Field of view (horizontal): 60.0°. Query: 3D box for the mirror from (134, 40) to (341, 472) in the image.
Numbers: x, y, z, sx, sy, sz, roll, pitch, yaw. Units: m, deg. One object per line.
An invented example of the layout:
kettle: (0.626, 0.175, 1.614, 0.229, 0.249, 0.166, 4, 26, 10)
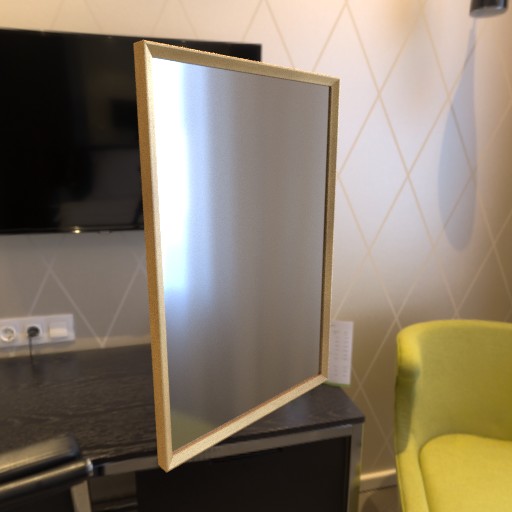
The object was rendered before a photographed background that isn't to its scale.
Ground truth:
mirror: (0.000, 0.000, 1.132, 0.609, 0.915, 0.041, -13, 18, -43)
